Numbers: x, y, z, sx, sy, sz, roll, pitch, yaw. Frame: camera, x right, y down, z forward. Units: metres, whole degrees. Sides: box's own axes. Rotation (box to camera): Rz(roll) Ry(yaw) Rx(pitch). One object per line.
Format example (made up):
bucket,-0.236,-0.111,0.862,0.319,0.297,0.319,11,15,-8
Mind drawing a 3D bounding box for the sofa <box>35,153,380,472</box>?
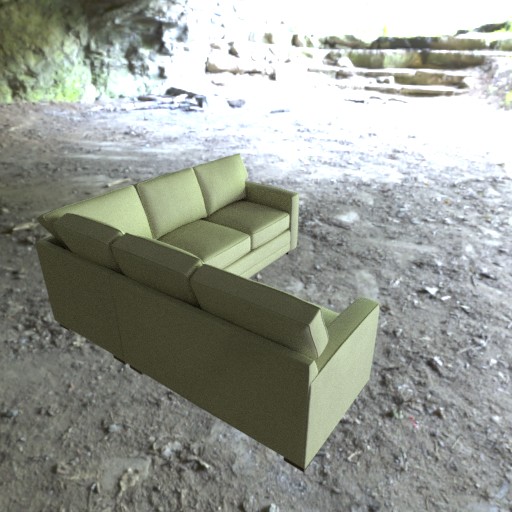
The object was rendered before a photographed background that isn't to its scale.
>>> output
sofa,0.000,0.000,3.368,2.182,0.939,2.189,18,32,32
